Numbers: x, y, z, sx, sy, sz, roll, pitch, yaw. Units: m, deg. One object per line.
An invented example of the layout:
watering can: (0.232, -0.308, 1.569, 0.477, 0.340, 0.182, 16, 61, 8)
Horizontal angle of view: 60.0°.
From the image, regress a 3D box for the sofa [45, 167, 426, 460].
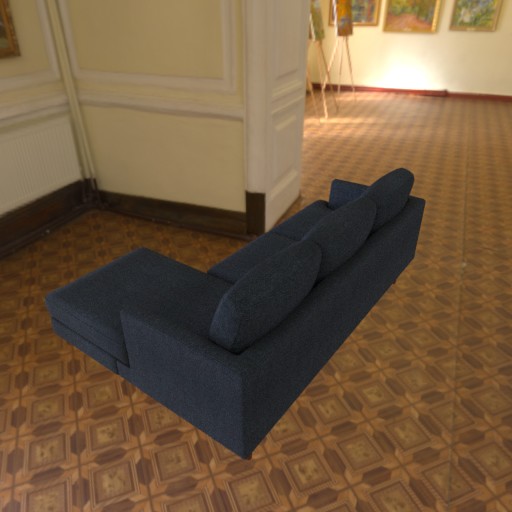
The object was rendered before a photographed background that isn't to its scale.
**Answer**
sofa: (0.000, 0.000, 2.991, 1.504, 0.956, 2.233, 20, 36, 31)
